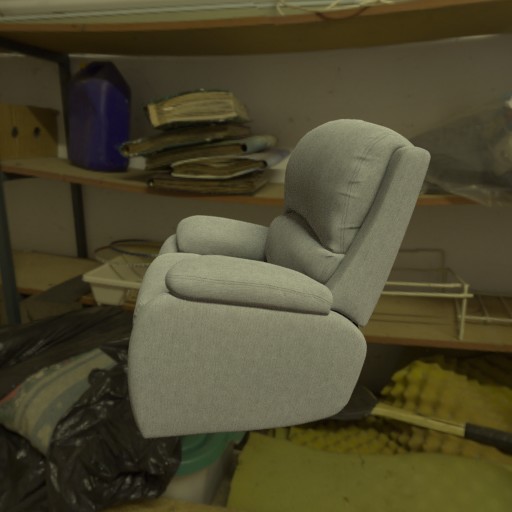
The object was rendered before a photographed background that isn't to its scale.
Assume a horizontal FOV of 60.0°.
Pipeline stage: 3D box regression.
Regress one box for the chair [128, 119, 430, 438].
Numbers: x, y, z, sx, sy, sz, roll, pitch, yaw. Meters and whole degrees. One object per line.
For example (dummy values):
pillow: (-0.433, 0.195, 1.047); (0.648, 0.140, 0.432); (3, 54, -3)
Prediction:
chair: (0.000, 0.000, 1.708); (0.899, 1.011, 0.930); (-2, 15, -7)
